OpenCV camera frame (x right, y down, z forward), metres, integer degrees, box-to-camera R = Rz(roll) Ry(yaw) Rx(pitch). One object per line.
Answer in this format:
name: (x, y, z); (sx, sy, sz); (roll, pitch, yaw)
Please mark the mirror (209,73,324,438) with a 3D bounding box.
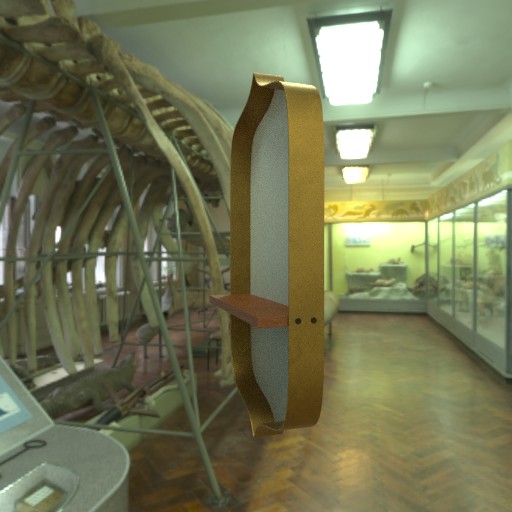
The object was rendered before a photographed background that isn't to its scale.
mirror: (0.000, 0.000, 0.745); (0.096, 0.613, 0.323); (0, 1, -17)
